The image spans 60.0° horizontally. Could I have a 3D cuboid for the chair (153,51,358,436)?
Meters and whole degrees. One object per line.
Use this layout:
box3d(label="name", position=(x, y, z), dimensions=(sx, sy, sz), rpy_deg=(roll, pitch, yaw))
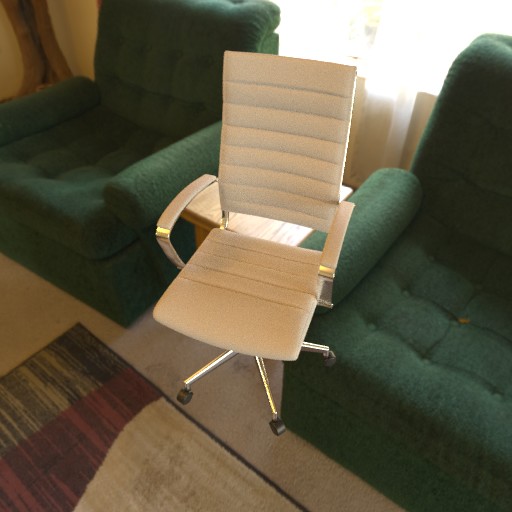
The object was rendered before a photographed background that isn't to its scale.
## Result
box3d(label="chair", position=(0.000, 0.000, 1.551), dimensions=(0.679, 1.149, 0.667), rpy_deg=(13, 43, 15))
